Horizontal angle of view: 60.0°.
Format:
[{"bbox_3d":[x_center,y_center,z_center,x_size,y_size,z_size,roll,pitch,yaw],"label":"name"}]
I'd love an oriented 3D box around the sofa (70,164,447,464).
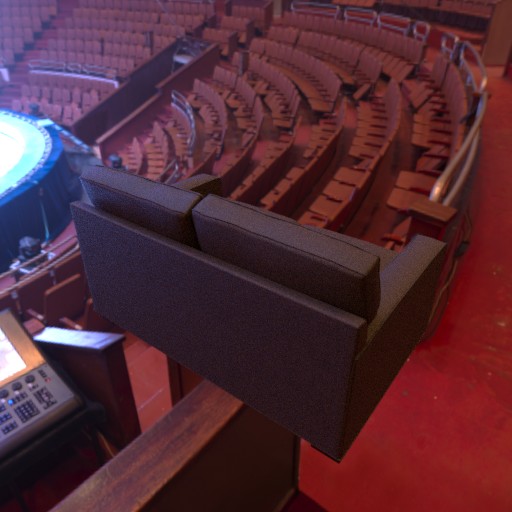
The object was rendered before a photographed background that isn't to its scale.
[{"bbox_3d":[0.000,0.000,2.191,1.534,0.887,0.974,21,37,31],"label":"sofa"}]
